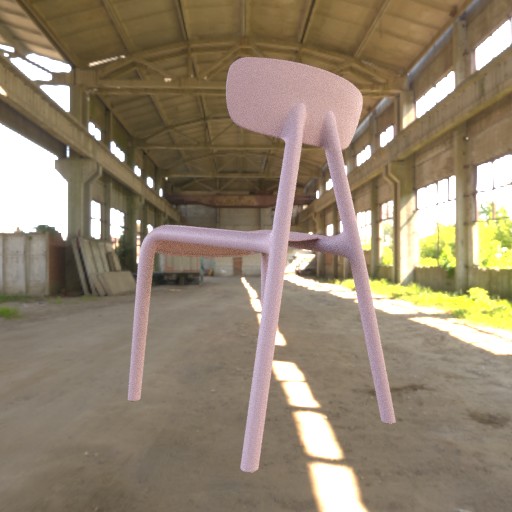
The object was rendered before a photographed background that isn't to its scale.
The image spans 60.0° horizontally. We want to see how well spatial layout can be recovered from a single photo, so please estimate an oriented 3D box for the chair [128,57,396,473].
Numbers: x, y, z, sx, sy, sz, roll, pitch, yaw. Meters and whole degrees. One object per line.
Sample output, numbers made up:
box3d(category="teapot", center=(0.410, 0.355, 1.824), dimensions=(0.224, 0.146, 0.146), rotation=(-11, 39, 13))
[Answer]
box3d(category="chair", center=(0.000, 0.000, 0.837), dimensions=(0.356, 0.580, 0.401), rotation=(0, 0, -36))
